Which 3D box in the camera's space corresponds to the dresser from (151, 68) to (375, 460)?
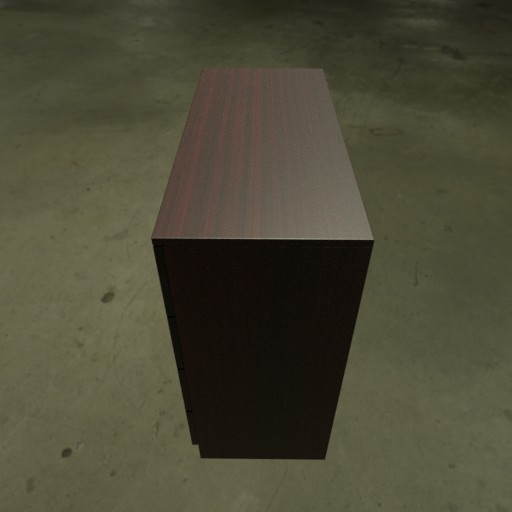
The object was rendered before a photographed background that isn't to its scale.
[{"bbox_3d":[0.000,0.000,1.176,0.360,0.720,0.750,0,41,0],"label":"dresser"}]
